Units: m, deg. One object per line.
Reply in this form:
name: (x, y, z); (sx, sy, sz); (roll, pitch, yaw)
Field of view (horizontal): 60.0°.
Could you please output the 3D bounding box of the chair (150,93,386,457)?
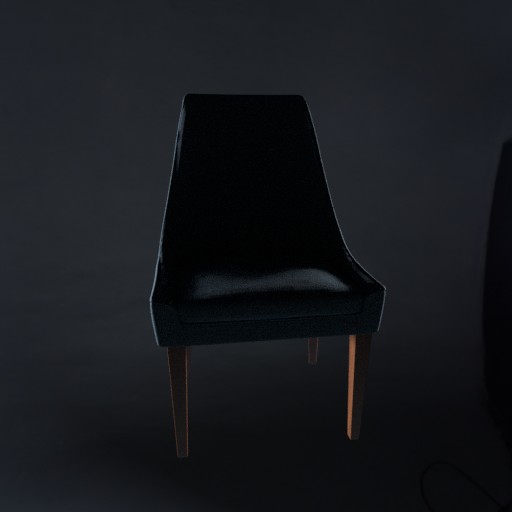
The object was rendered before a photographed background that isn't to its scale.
chair: (0.000, 0.000, 1.207); (0.529, 0.861, 0.544); (-2, 16, -8)
